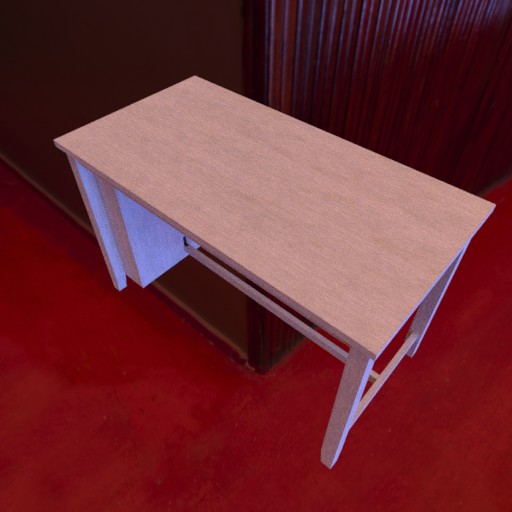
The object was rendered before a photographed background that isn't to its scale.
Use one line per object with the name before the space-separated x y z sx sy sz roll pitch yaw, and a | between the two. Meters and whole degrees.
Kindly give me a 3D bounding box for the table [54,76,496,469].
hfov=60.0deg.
table | 0.000 0.000 1.859 1.397 0.874 0.729 33 55 27
